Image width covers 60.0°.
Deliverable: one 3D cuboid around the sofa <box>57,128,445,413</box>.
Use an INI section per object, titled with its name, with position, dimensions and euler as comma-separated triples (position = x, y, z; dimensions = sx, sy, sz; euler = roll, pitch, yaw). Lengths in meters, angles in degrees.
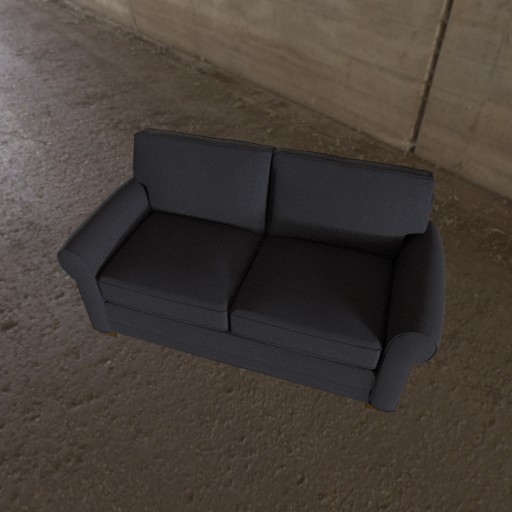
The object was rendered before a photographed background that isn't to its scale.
[sofa]
position = 0.000, 0.000, 2.529
dimensions = 2.009, 1.031, 0.951
euler = 12, 43, 13
